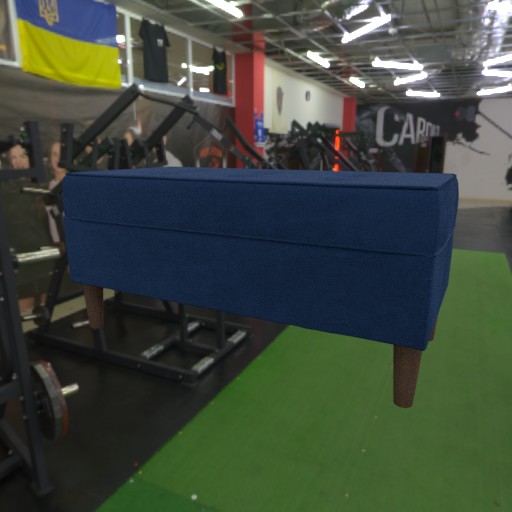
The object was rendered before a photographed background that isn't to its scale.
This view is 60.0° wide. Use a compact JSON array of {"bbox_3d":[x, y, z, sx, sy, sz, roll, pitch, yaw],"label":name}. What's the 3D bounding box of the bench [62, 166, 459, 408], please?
[{"bbox_3d":[0.000,0.000,1.268,1.010,0.467,0.489,7,16,27],"label":"bench"}]
